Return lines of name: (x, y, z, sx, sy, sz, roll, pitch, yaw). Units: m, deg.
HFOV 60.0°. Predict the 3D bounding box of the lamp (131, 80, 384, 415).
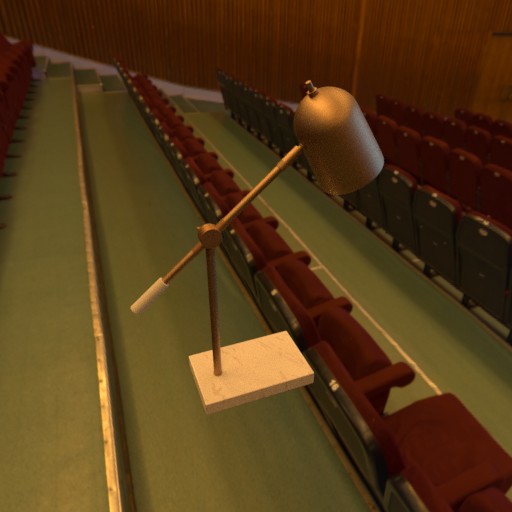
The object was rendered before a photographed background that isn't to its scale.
lamp: (0.000, 0.000, 0.821, 0.471, 0.603, 0.144, -11, 33, -18)
